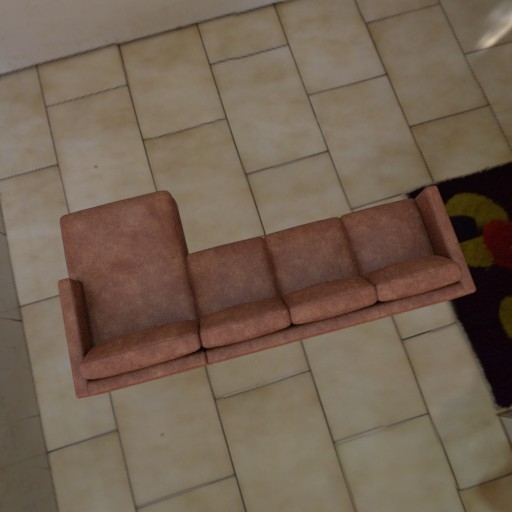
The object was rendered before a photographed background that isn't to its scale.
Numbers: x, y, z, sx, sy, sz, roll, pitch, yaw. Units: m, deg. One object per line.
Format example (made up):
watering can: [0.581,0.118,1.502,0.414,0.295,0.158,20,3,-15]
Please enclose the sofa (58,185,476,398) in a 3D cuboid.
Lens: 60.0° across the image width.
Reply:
sofa: [0.000,0.000,3.868,3.203,0.883,1.581,-14,77,-3]
